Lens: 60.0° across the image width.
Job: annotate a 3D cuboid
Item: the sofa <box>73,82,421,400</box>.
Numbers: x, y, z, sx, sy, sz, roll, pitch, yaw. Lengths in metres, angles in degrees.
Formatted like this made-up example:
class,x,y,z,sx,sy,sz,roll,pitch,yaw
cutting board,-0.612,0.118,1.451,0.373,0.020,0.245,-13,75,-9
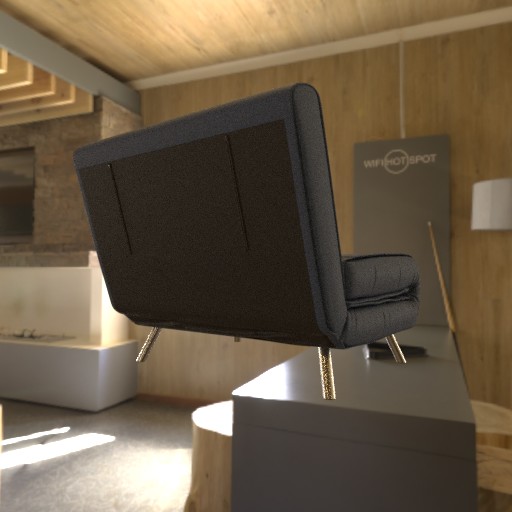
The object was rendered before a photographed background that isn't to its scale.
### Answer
class,x,y,z,sx,sy,sz,roll,pitch,yaw
sofa,0.000,0.000,1.743,0.999,0.860,0.996,-1,-2,37
